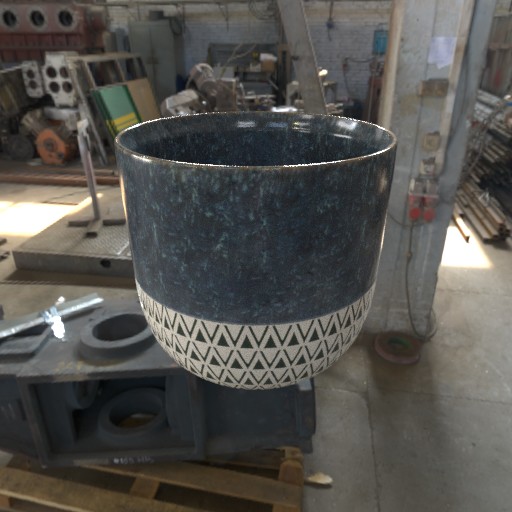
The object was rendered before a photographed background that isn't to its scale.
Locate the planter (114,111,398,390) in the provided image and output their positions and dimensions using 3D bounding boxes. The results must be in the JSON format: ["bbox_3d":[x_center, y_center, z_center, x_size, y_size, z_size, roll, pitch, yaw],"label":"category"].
[{"bbox_3d":[0.000,0.000,0.490,0.266,0.270,0.266,0,26,0],"label":"planter"}]
